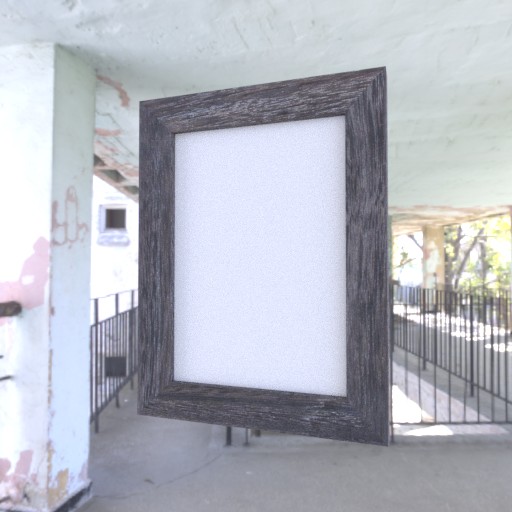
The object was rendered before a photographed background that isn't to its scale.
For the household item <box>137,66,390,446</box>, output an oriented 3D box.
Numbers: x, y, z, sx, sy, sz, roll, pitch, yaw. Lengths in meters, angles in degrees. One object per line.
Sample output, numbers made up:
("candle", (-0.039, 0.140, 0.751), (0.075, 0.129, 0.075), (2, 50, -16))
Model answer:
("household item", (0.000, 0.000, 0.280), (0.160, 0.210, 0.020), (0, -1, 19))
